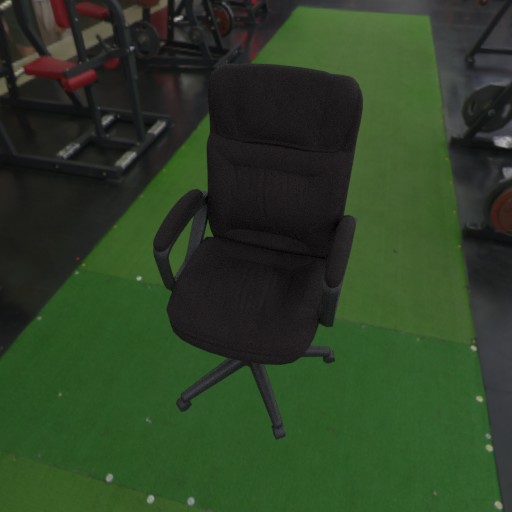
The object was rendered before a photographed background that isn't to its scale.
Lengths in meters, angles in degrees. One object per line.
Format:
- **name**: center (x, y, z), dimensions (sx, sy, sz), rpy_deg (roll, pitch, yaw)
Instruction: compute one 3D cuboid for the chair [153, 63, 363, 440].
- **chair**: center (0.000, 0.000, 1.557), dimensions (0.667, 1.105, 0.724), rpy_deg (11, 42, 13)
